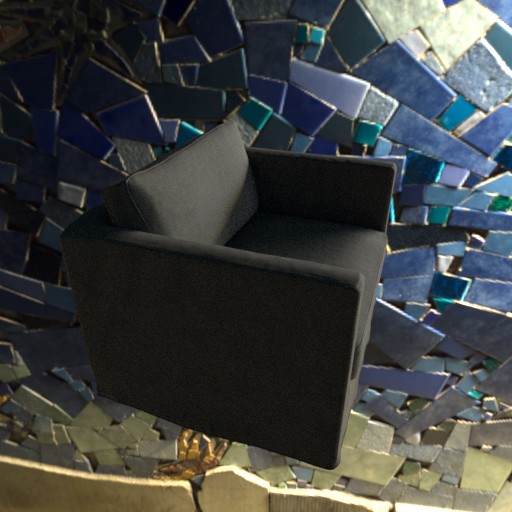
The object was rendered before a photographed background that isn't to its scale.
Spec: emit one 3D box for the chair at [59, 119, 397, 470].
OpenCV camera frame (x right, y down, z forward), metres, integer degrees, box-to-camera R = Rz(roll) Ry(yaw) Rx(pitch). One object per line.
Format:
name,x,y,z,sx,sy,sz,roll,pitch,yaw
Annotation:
chair,0.000,0.000,1.752,0.949,0.863,1.057,10,32,17
